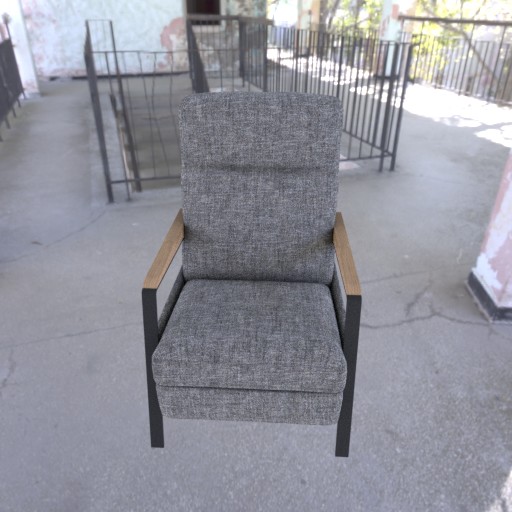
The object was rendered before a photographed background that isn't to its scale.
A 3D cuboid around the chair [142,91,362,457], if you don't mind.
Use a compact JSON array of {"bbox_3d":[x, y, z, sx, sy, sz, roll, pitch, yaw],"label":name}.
[{"bbox_3d":[0.000,0.000,1.621,0.671,1.042,0.868,2,30,3],"label":"chair"}]
